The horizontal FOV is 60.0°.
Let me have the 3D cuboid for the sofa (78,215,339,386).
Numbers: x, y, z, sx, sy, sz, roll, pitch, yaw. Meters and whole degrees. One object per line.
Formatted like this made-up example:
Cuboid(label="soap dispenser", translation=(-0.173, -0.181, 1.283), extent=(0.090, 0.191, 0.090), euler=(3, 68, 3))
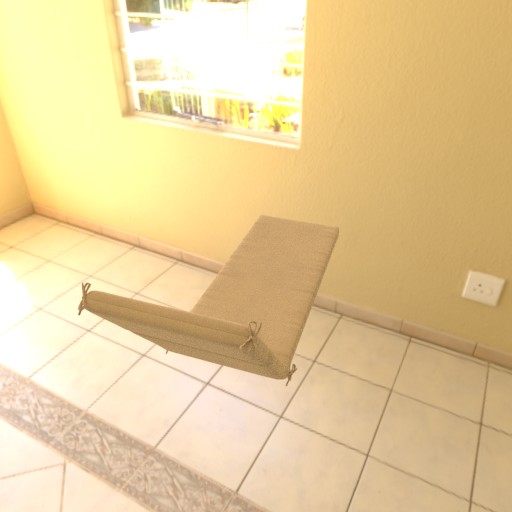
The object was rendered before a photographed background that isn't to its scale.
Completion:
Cuboid(label="sofa", translation=(0.000, 0.000, 1.998), extent=(0.582, 0.622, 1.663), euler=(11, 34, 16))
